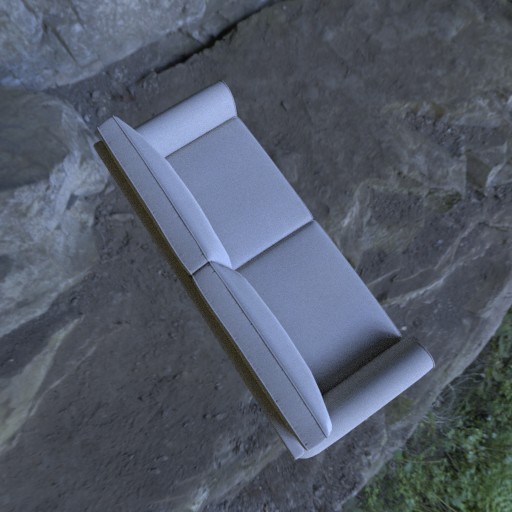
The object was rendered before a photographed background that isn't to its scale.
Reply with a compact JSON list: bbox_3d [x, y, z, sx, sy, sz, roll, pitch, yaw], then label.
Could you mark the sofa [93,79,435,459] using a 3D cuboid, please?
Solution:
[{"bbox_3d":[0.000,0.000,2.640,0.901,0.962,2.146,-33,78,-8],"label":"sofa"}]
